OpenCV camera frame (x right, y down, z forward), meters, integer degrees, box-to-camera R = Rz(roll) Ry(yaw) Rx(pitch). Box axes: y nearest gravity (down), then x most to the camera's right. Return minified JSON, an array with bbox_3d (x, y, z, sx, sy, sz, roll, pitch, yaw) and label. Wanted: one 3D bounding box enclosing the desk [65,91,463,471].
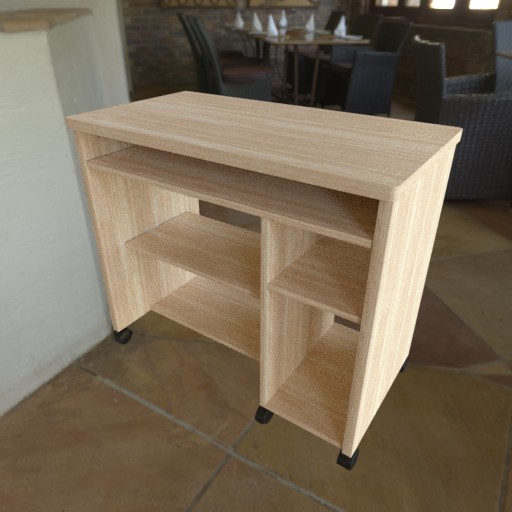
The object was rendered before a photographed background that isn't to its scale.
[{"bbox_3d":[0.000,0.000,1.296,0.884,0.770,0.480,19,35,29],"label":"desk"}]
